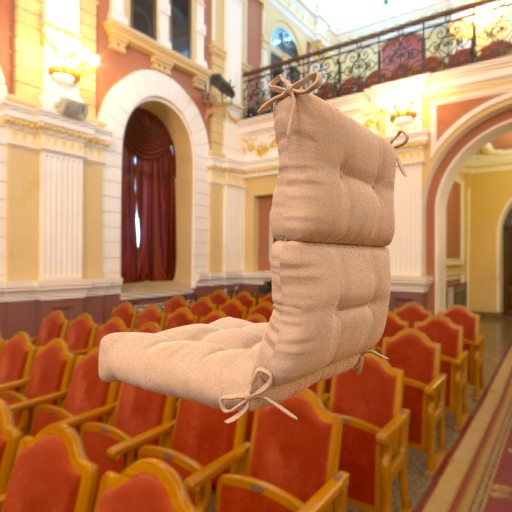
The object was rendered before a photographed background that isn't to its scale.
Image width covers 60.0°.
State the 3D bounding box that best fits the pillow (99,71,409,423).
[{"bbox_3d":[0.000,0.000,1.026,0.571,0.605,0.519,0,-1,36],"label":"pillow"}]
